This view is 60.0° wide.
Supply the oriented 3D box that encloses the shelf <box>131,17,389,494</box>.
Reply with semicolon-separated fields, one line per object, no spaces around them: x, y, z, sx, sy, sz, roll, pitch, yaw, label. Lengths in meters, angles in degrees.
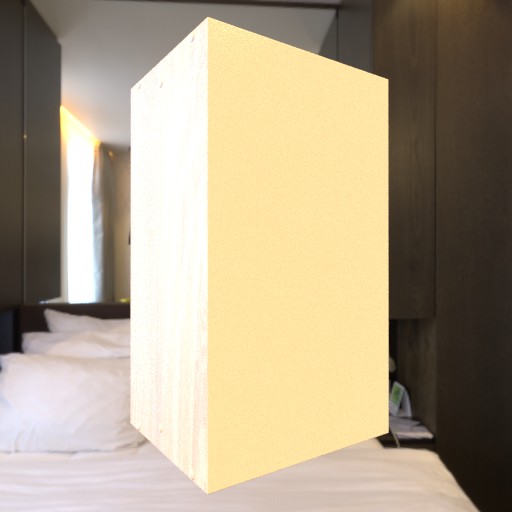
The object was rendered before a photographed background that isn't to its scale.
0.000;0.000;0.774;0.350;0.600;0.290;0;0;-34;shelf
